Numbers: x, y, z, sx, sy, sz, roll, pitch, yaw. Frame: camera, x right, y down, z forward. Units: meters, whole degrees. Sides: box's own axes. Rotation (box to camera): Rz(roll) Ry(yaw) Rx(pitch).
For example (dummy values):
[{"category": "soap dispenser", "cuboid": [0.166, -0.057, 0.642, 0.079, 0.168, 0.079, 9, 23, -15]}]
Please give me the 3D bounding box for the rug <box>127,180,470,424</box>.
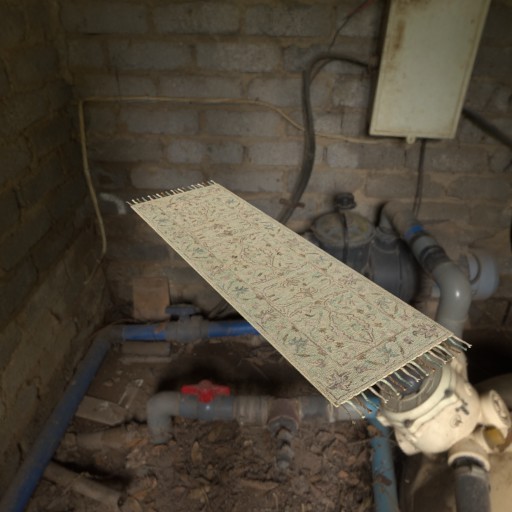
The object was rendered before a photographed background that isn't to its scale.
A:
[{"category": "rug", "cuboid": [0.000, 0.000, 2.728, 0.769, 0.013, 2.440, -20, 37, -29]}]
